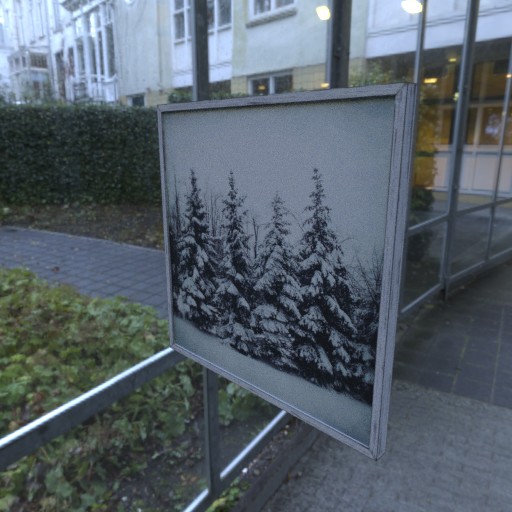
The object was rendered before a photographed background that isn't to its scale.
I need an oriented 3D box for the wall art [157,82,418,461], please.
[{"bbox_3d":[0.000,0.000,1.121,0.761,0.761,0.037,14,20,43],"label":"wall art"}]
